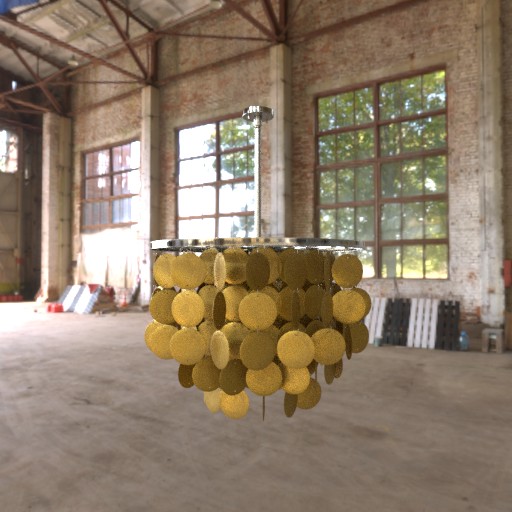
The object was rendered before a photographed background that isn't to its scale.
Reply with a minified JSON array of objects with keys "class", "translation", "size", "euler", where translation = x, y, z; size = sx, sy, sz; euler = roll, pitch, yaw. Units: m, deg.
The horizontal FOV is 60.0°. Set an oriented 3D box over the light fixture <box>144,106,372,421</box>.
[{"class":"light fixture","translation":[0.000,0.000,0.745],"size":[0.368,0.492,0.368],"euler":[0,-1,0]}]
